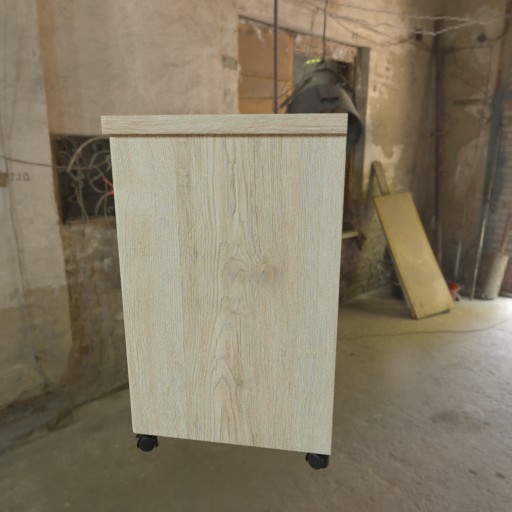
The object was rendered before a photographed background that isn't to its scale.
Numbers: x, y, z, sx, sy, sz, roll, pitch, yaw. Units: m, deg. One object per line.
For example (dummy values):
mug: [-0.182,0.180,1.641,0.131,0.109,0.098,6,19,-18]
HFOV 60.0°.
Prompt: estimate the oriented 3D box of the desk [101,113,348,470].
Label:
desk: [0.000,0.000,1.345,0.480,0.770,0.885,2,15,9]
